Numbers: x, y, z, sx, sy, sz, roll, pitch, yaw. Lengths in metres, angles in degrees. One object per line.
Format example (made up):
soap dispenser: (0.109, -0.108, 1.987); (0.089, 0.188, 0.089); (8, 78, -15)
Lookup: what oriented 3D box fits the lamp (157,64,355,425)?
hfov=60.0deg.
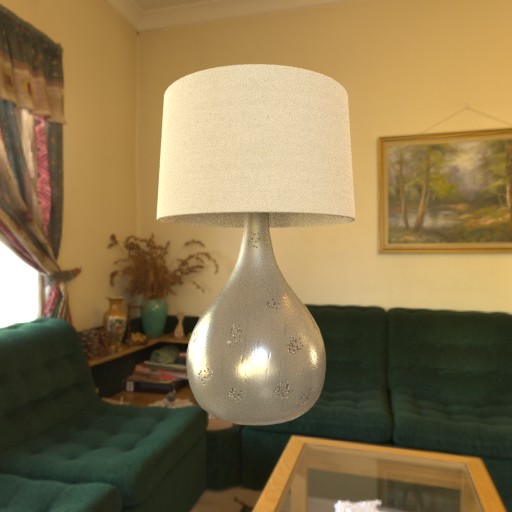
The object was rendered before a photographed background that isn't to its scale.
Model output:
lamp: (0.000, 0.000, 0.754); (0.330, 0.521, 0.330); (0, 0, 0)
